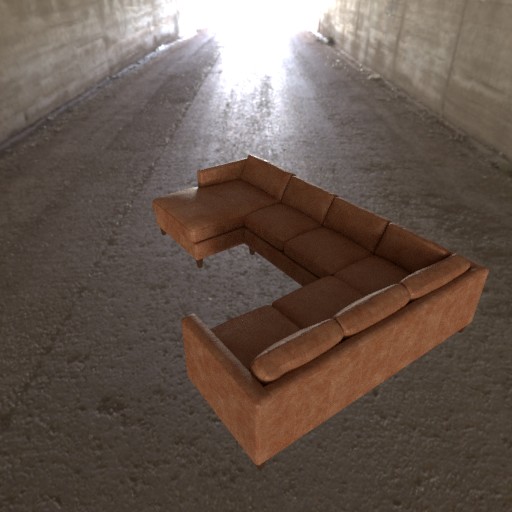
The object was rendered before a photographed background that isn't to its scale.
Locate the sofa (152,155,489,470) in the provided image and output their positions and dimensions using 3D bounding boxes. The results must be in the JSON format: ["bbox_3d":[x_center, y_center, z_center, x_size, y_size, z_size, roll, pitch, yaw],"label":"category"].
[{"bbox_3d":[0.000,0.000,4.460,2.430,0.832,3.401,-21,38,-30],"label":"sofa"}]
